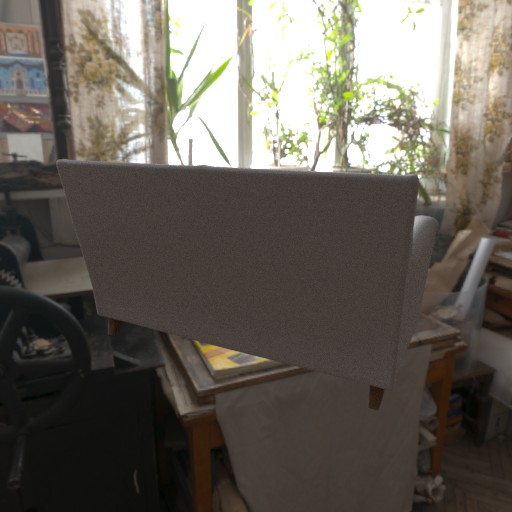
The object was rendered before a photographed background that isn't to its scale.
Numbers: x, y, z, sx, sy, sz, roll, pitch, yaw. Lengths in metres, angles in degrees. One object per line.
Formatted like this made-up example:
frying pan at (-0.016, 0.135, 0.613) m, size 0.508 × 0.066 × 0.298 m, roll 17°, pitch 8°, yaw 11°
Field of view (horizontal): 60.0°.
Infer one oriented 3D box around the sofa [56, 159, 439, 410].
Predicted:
sofa at (0.000, 0.000, 2.059) m, size 1.482 × 0.890 × 0.888 m, roll 8°, pitch 18°, yaw 27°
